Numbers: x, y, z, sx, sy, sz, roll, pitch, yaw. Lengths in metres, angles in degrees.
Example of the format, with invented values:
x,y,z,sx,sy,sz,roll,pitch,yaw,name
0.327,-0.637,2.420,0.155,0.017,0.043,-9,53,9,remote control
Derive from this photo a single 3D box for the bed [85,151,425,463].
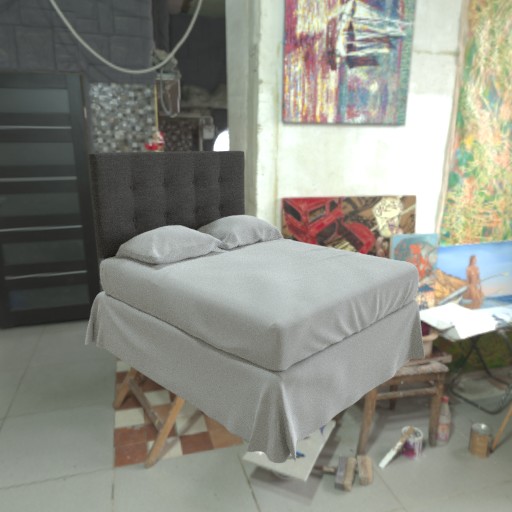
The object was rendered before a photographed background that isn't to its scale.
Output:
x,y,z,sx,sy,sz,roll,pitch,yaw,name
0.000,0.000,3.481,2.222,1.577,1.936,13,19,43,bed
